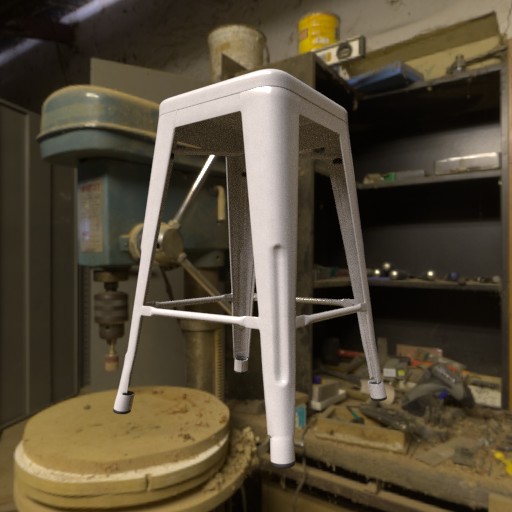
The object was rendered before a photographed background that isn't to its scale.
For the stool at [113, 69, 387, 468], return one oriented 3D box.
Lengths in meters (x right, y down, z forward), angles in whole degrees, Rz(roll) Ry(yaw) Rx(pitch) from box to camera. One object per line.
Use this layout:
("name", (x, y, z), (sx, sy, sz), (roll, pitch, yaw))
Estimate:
("stool", (0.000, 0.000, 0.903), (0.406, 0.610, 0.406), (0, 0, 36))
